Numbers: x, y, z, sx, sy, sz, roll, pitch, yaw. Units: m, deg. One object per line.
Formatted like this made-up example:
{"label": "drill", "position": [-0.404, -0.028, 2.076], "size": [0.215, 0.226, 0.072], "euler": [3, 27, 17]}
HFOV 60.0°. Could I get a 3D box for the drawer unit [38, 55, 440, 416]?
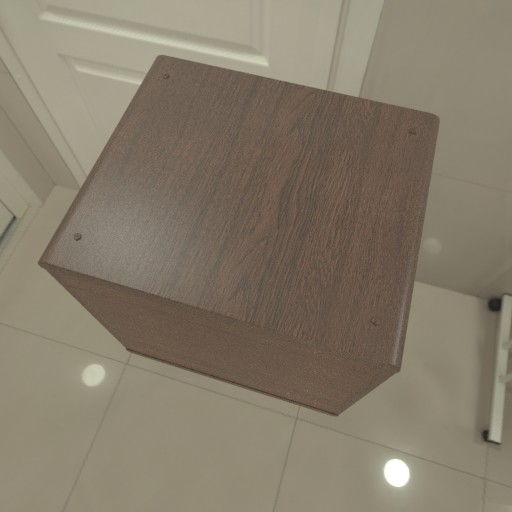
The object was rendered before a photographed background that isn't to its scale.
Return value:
{"label": "drawer unit", "position": [0.000, 0.000, 0.603], "size": [0.344, 0.344, 0.290], "euler": [15, 65, 7]}
